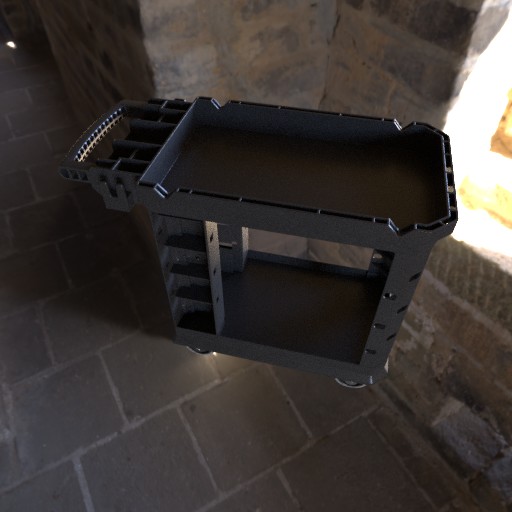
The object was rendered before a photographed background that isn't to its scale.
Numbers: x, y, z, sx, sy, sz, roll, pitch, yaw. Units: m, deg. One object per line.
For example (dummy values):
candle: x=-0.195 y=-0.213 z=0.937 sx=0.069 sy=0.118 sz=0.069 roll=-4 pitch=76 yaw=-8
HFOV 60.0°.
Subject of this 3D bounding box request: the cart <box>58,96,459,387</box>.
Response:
cart: x=0.000 y=0.000 z=1.557 sx=1.061 sy=0.884 sz=0.497 roll=10 pitch=47 yaw=9
